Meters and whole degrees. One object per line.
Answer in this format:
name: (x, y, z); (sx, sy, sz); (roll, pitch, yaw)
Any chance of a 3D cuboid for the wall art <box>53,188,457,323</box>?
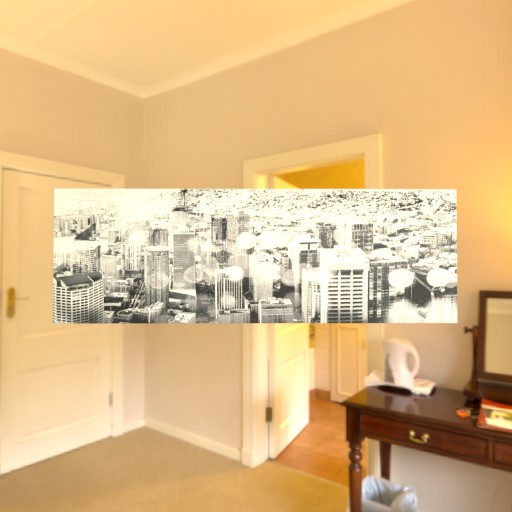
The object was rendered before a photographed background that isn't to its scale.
wall art: (0.000, 0.000, 1.689); (1.520, 0.507, 0.044); (0, -1, -1)
